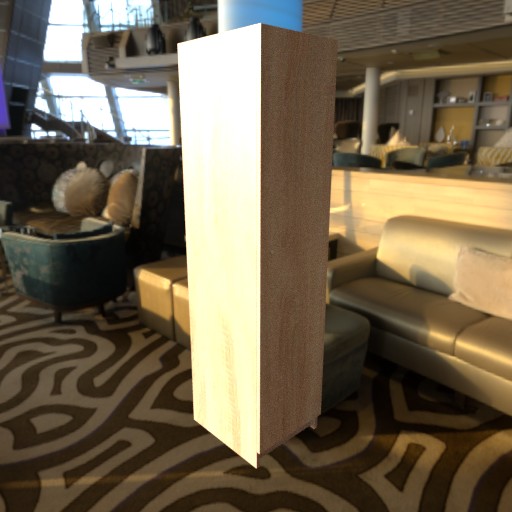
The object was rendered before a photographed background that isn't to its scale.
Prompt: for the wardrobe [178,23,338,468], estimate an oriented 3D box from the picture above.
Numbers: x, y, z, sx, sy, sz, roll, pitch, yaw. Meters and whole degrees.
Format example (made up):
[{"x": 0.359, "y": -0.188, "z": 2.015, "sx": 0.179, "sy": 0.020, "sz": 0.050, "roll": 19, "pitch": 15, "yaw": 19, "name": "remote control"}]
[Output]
[{"x": 0.000, "y": 0.000, "z": 2.396, "sx": 0.496, "sy": 2.117, "sz": 0.588, "roll": -14, "pitch": 21, "yaw": -41, "name": "wardrobe"}]
